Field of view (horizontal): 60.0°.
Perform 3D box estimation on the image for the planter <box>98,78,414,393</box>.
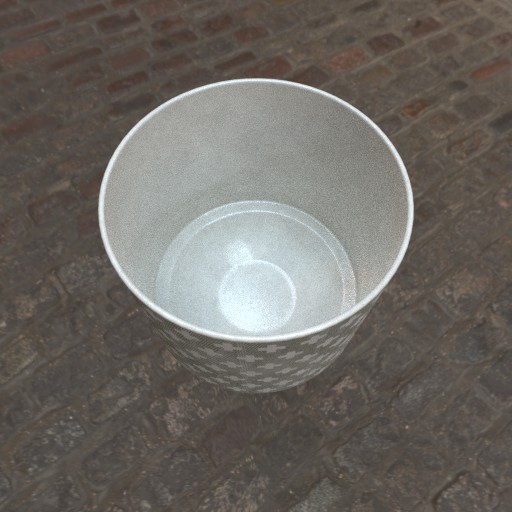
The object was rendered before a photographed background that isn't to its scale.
[{"bbox_3d":[0.000,0.000,0.461,0.250,0.239,0.250,0,63,0],"label":"planter"}]
